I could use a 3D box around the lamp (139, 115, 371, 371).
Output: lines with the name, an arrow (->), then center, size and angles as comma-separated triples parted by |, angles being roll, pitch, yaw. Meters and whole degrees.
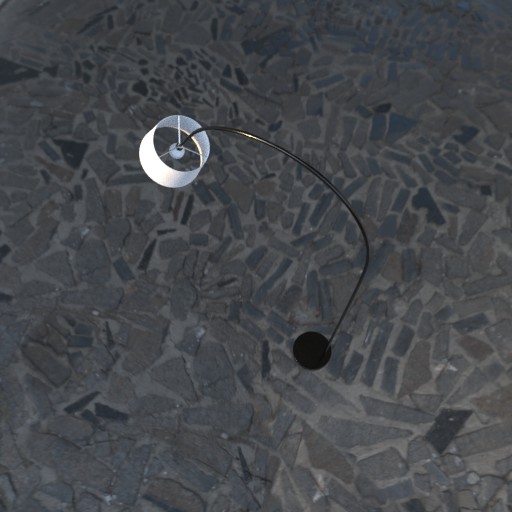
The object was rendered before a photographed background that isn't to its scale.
lamp -> 0.000, 0.000, 2.683 | 1.363, 2.104, 0.331 | 31, 67, 15
